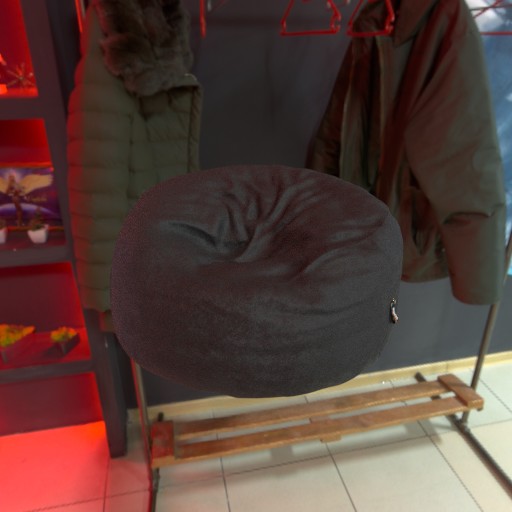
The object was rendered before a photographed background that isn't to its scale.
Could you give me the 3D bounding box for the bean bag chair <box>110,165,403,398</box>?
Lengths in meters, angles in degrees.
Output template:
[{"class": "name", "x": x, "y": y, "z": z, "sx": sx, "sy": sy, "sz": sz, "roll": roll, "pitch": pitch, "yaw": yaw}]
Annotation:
[{"class": "bean bag chair", "x": 0.000, "y": 0.000, "z": 2.372, "sx": 1.525, "sy": 0.751, "sz": 1.525, "roll": 0, "pitch": 26, "yaw": 0}]
